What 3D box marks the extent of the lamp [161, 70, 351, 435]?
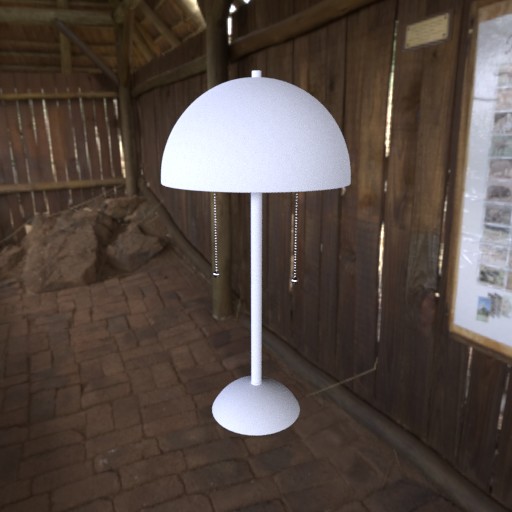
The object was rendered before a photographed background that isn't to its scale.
[{"bbox_3d":[0.000,0.000,0.425,0.171,0.330,0.171,0,15,0],"label":"lamp"}]
